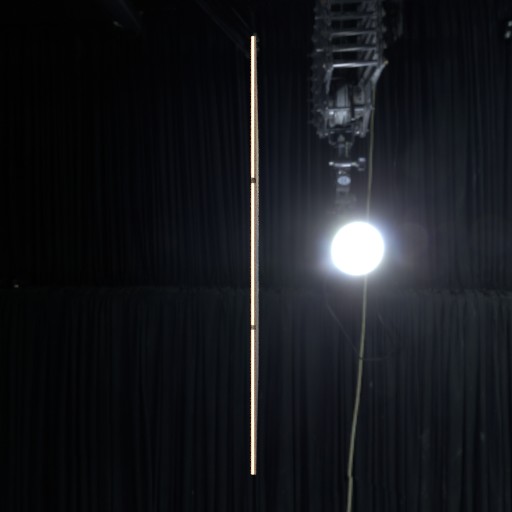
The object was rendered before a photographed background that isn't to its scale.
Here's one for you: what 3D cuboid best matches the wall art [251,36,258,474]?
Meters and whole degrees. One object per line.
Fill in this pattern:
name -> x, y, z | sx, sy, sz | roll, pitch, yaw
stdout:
wall art -> 0.000, 0.000, 1.839 | 0.013, 1.218, 1.216 | 0, 0, 1
